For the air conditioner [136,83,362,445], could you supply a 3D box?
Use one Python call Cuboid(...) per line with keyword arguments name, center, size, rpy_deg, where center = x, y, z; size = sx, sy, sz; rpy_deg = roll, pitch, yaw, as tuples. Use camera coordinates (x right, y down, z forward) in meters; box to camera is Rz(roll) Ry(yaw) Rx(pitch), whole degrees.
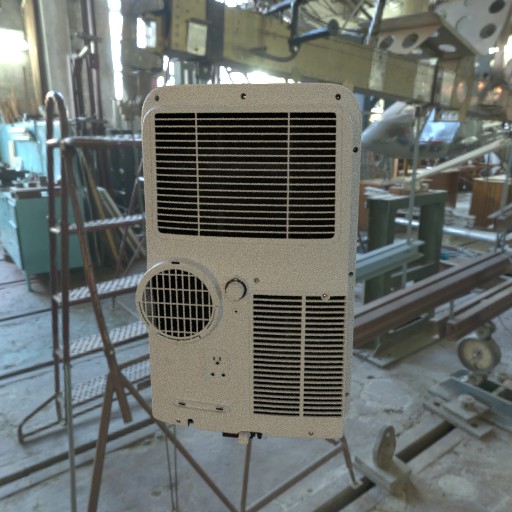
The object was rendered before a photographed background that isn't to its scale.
Cuboid(name="air conditioner", center=(0.000, 0.000, 1.088), size=(0.478, 0.765, 0.467), rpy_deg=(2, 16, 8))
